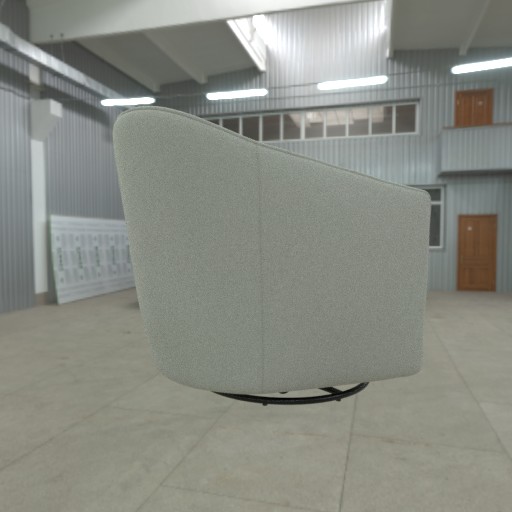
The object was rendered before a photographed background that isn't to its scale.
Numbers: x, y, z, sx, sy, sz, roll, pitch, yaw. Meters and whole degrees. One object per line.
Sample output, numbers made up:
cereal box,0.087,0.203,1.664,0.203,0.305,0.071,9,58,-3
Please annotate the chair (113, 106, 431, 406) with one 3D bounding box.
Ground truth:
chair,0.000,0.000,1.438,0.875,0.799,0.747,-1,3,-20
